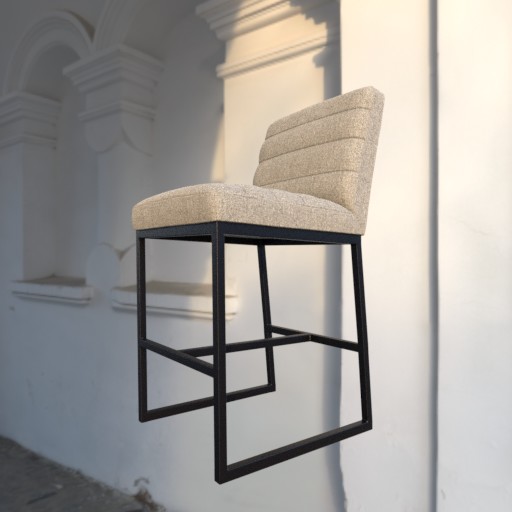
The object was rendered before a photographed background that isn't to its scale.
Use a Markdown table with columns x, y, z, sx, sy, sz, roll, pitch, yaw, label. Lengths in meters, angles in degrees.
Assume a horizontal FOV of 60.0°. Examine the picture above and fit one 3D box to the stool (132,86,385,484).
| x | y | z | sx | sy | sz | roll | pitch | yaw | label |
| --- | --- | --- | --- | --- | --- | --- | --- | --- | --- |
| 0.000 | 0.000 | 1.237 | 0.560 | 0.940 | 0.460 | 0 | 0 | -37 | stool |
